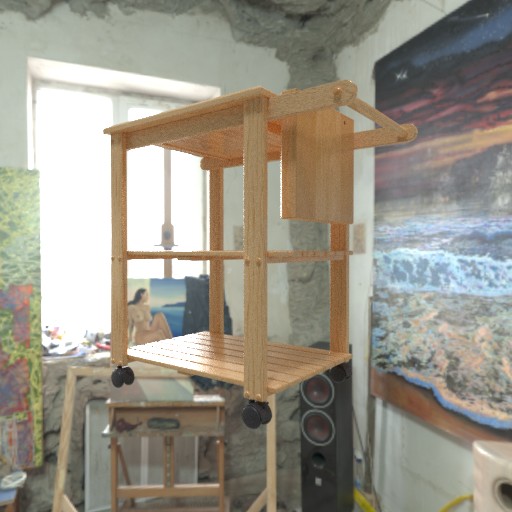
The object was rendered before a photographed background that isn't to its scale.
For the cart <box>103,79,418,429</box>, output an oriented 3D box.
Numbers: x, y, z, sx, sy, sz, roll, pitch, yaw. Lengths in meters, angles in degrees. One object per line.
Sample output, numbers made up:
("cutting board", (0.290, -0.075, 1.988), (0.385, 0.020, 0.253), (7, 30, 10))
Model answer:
("cart", (0.000, 0.000, 1.359), (0.843, 0.816, 0.520), (1, 1, 37))
